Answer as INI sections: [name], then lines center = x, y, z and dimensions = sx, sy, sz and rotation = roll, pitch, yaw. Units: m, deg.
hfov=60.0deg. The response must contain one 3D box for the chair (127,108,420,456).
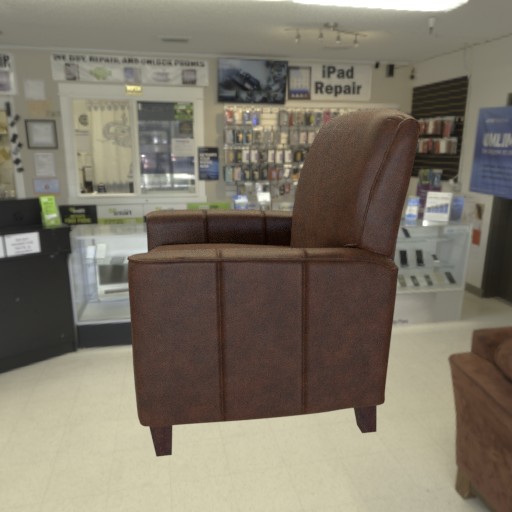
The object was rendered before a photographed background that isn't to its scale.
[chair]
center = 0.000, 0.000, 1.600
dimensions = 0.850, 1.010, 0.839
rotation = -2, 15, -9
